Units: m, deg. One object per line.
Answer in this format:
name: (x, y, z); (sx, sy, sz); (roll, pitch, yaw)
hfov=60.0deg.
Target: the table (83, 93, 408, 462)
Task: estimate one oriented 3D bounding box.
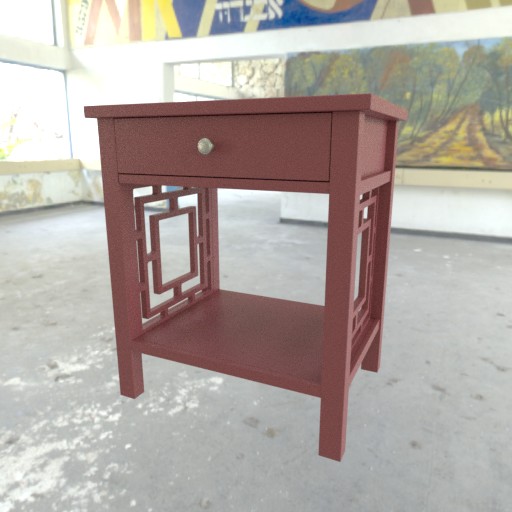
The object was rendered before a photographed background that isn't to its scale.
table: (0.000, 0.000, 1.082); (0.599, 0.686, 0.451); (7, 16, 25)
